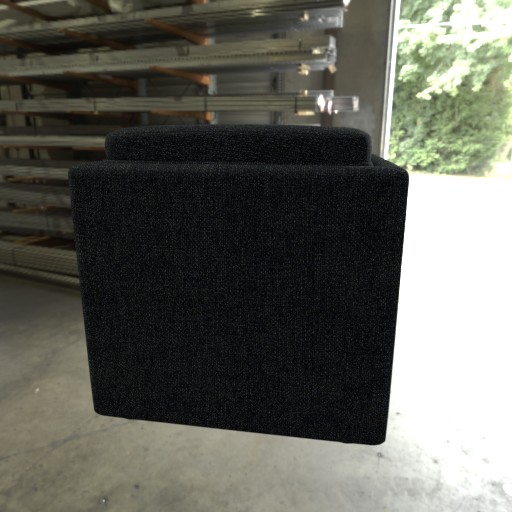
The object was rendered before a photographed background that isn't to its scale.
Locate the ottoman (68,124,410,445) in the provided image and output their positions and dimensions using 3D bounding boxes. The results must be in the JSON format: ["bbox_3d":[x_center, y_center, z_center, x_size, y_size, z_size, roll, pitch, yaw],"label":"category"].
[{"bbox_3d":[0.000,0.000,0.812,0.450,0.460,0.450,3,16,9],"label":"ottoman"}]
